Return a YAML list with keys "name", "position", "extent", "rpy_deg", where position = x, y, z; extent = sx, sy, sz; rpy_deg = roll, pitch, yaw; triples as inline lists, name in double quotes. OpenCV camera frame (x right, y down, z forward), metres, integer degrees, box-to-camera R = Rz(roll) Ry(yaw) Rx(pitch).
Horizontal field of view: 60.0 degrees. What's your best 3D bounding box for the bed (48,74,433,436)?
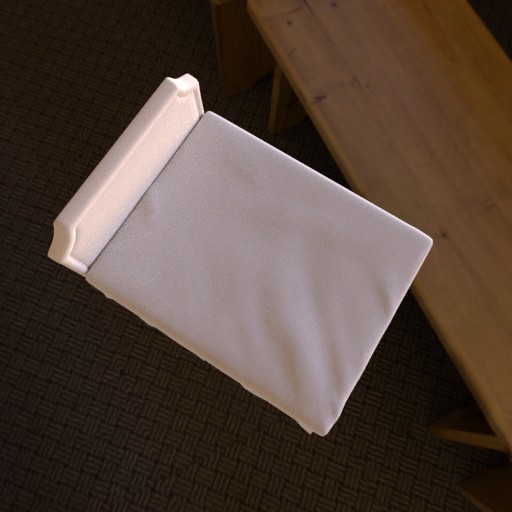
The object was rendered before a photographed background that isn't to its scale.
- name: "bed"
  position: [0.000, 0.000, 3.674]
  extent: [2.498, 1.293, 1.977]
  rpy_deg: [32, 78, 7]
